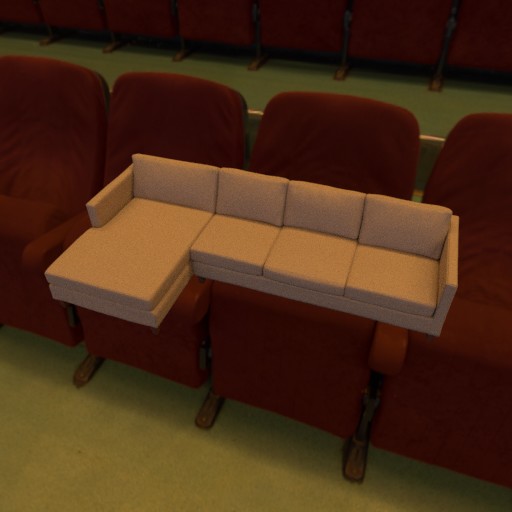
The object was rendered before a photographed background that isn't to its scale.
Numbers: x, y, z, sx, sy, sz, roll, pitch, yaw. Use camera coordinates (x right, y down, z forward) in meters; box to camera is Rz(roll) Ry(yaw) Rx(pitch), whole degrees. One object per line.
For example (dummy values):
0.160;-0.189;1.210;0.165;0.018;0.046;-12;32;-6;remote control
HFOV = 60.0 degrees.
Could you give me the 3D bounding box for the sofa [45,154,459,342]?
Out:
0.000;0.000;3.825;3.186;0.846;1.625;13;42;15;sofa
